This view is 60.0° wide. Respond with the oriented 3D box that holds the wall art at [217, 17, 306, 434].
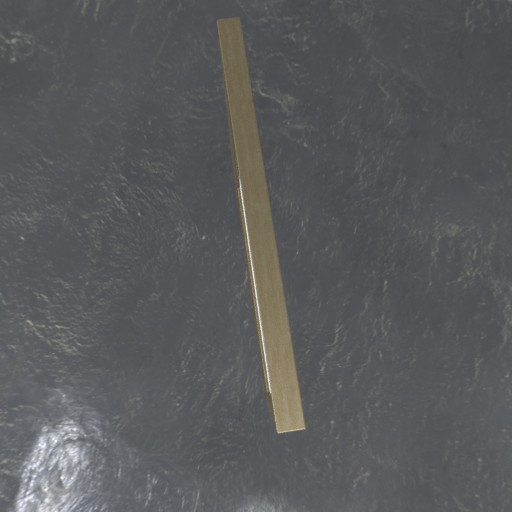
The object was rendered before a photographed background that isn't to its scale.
[{"bbox_3d":[0.000,0.000,0.750,0.030,0.506,0.503,-8,75,-2],"label":"wall art"}]
